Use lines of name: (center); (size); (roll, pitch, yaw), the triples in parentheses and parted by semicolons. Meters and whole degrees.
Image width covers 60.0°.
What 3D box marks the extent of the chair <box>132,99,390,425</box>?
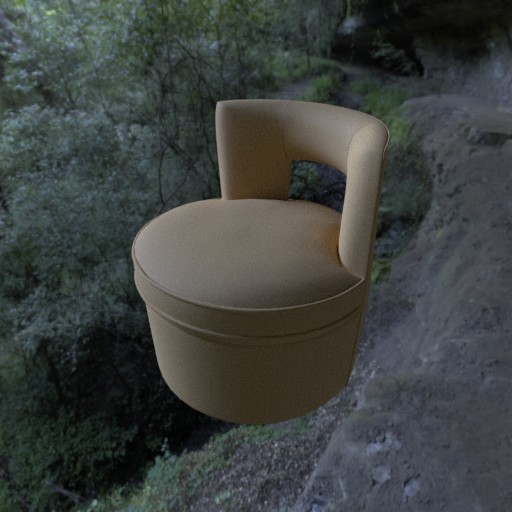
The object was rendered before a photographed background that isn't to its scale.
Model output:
chair: (0.000, 0.000, 1.230); (0.665, 0.723, 0.650); (-21, 37, -32)
